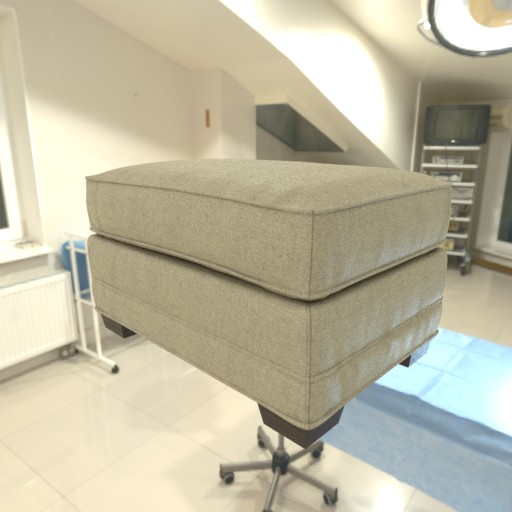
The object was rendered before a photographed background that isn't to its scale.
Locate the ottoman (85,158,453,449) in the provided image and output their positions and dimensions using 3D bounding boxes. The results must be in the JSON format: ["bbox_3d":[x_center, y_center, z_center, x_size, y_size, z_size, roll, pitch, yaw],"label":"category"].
[{"bbox_3d":[0.000,0.000,1.225,0.848,0.508,0.611,15,22,42],"label":"ottoman"}]
